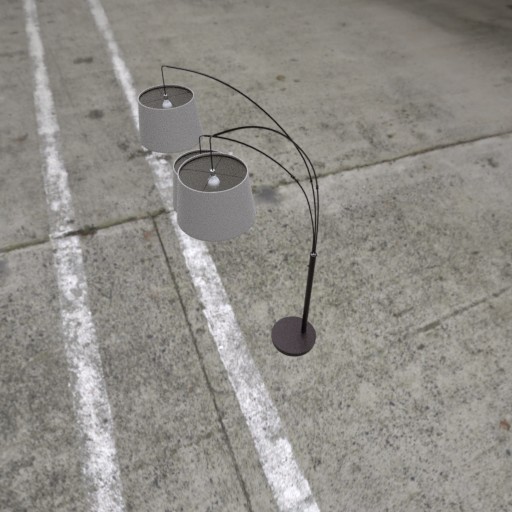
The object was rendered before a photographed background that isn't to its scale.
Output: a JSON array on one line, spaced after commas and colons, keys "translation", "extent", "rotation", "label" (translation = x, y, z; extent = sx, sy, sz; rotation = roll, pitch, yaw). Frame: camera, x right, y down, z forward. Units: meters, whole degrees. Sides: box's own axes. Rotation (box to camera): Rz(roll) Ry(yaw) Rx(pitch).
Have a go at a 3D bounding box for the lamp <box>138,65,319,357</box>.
[{"translation": [0.000, 0.000, 2.466], "extent": [0.924, 1.950, 0.951], "rotation": [-16, 47, -15], "label": "lamp"}]
